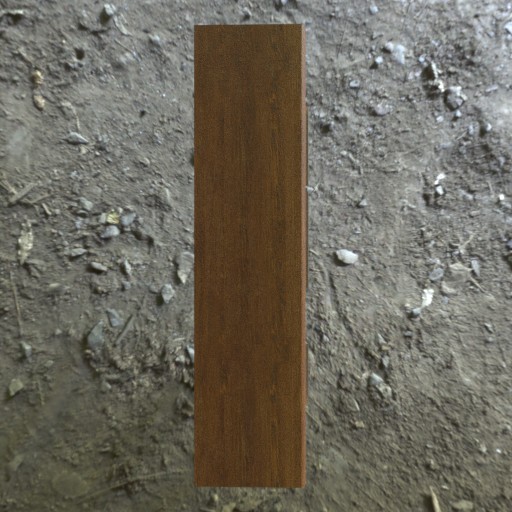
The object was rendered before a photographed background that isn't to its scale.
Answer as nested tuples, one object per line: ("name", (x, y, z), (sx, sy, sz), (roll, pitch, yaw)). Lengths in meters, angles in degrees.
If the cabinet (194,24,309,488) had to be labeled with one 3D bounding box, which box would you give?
("cabinet", (0.000, 0.000, 1.787), (0.419, 0.510, 1.600), (0, 90, 1))
